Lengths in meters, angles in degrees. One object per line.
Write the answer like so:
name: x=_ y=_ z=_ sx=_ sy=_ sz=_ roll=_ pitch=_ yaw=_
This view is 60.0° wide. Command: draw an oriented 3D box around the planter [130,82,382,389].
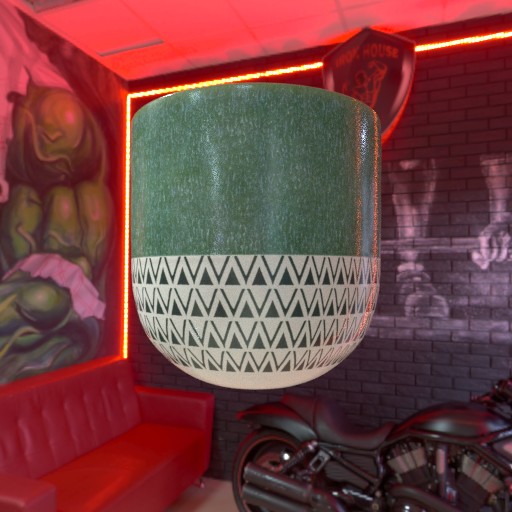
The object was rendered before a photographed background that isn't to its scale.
planter: x=0.000 y=0.000 z=0.484 sx=0.266 sy=0.270 sz=0.266 roll=0 pitch=-2 yaw=0
